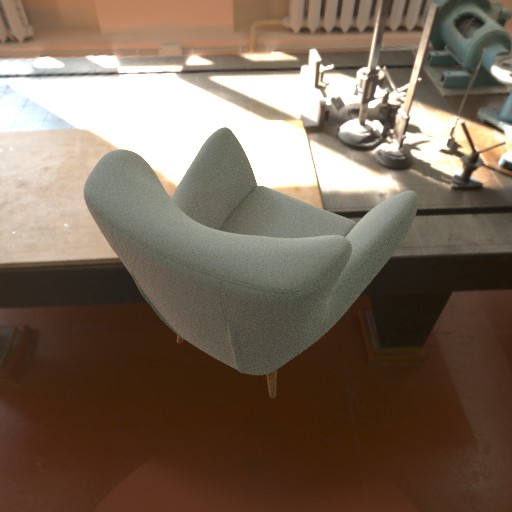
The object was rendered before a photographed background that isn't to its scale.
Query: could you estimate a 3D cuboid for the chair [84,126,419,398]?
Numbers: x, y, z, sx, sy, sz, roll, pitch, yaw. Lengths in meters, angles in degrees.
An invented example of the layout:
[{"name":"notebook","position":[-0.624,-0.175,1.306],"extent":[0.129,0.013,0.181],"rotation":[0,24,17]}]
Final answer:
[{"name":"chair","position":[0.000,0.000,1.625],"extent":[0.890,0.889,0.889],"rotation":[25,52,21]}]
